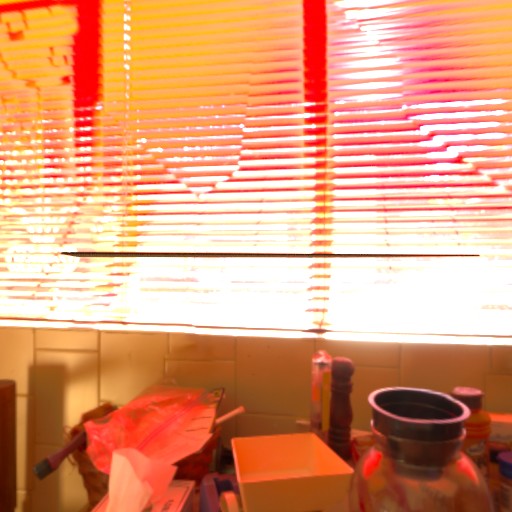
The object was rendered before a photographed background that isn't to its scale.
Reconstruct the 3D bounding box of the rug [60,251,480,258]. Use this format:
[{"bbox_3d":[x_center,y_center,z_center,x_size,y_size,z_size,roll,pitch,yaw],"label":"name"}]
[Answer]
[{"bbox_3d":[0.000,0.000,2.366,1.829,0.010,1.219,0,-1,-20],"label":"rug"}]
